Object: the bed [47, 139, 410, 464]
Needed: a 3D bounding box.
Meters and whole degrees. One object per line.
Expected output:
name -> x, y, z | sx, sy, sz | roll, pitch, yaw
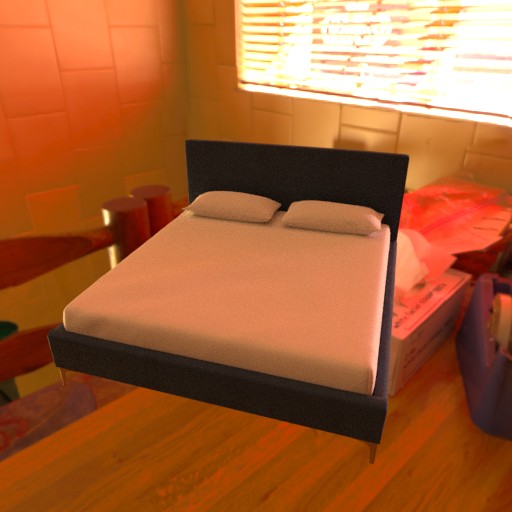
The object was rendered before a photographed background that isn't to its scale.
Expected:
bed -> 0.000, 0.000, 3.394 | 2.096, 1.231, 2.232 | 8, 28, 15
